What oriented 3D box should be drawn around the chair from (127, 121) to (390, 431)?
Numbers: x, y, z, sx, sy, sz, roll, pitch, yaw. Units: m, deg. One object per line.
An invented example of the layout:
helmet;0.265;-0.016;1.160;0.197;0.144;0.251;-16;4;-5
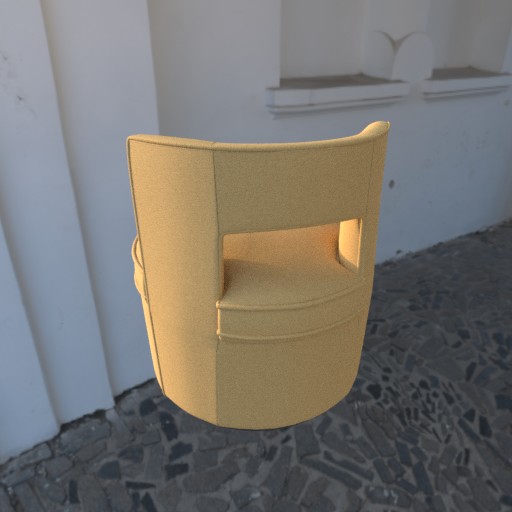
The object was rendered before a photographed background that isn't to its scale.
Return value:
chair;0.000;0.000;1.211;0.650;0.723;0.665;-8;27;-16
